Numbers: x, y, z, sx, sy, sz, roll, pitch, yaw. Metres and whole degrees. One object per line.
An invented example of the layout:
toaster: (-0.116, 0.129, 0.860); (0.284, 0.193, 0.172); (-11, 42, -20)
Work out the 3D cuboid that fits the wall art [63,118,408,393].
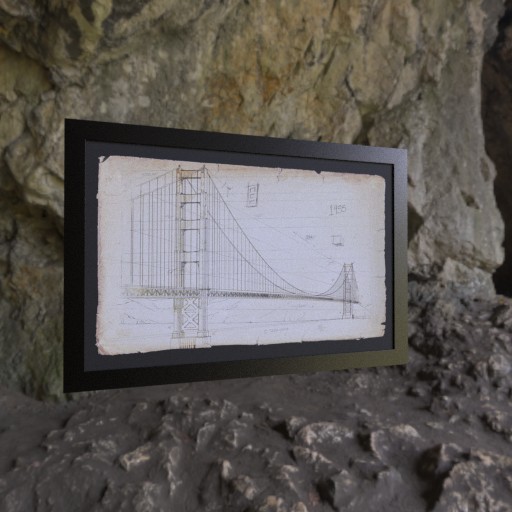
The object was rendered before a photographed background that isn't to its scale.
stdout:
wall art: (0.000, 0.000, 0.827); (0.660, 0.447, 0.013); (0, -1, -18)
